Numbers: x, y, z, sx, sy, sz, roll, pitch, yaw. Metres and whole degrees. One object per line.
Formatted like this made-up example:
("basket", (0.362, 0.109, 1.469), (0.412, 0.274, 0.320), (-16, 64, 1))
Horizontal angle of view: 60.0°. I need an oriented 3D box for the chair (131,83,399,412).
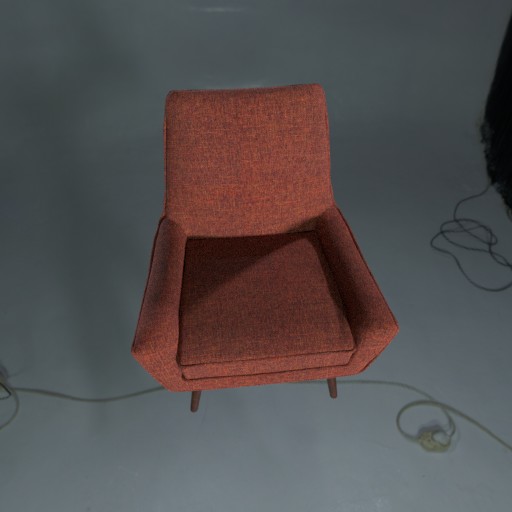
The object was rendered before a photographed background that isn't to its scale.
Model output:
("chair", (0.000, 0.000, 1.564), (0.803, 0.911, 0.784), (-4, 47, -4))
